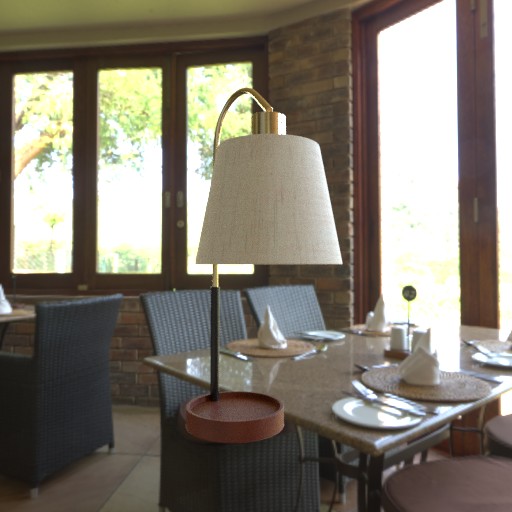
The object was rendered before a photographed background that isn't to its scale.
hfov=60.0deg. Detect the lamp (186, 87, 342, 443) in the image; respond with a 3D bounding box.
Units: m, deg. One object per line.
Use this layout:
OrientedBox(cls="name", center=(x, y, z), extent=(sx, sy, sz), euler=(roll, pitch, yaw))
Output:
OrientedBox(cls="lamp", center=(0.000, 0.000, 0.668), extent=(0.211, 0.536, 0.273), euler=(1, -1, -35))
